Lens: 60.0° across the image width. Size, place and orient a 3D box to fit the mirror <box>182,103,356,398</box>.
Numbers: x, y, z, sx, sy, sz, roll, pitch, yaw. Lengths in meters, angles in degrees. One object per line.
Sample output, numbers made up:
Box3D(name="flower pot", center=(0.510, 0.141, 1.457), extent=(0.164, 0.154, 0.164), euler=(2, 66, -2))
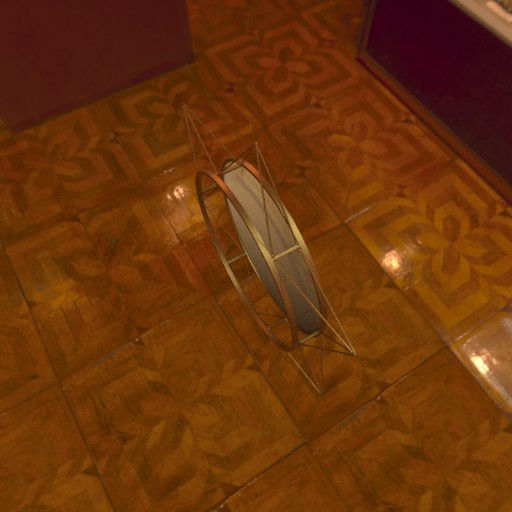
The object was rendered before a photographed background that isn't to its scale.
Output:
Box3D(name="mirror", center=(0.000, 0.000, 0.780), extent=(0.062, 0.581, 0.498), euler=(-27, 66, -13))
